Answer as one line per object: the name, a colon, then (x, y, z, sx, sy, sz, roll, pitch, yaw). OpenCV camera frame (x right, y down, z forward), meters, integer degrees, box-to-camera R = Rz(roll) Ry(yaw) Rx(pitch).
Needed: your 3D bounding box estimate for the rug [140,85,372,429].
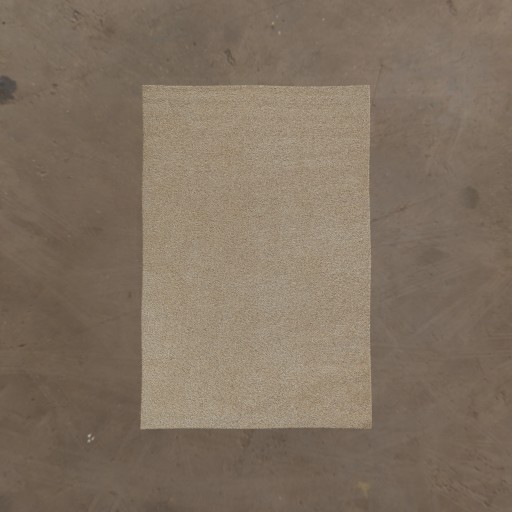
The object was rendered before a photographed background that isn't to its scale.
rug: (0.000, 0.000, 3.486, 1.800, 0.025, 2.699, 0, 89, 0)
